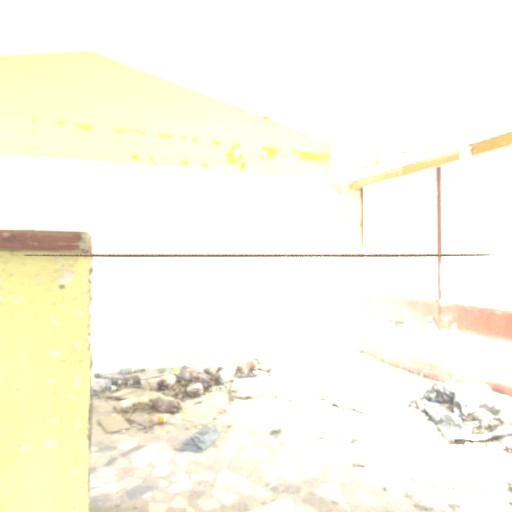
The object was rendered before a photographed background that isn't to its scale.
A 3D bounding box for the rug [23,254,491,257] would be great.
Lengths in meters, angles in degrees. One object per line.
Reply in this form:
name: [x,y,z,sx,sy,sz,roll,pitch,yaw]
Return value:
rug: [0.000,0.000,3.092,2.464,0.010,1.549,0,0,1]
